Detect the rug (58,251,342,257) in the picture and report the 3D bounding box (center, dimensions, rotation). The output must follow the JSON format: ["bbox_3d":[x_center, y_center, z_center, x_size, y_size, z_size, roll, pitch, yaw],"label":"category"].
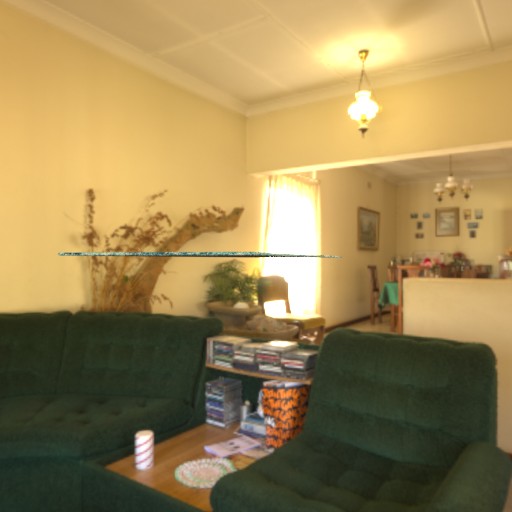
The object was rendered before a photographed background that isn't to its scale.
[{"bbox_3d":[0.000,0.000,2.654,0.750,0.011,2.435,0,0,17],"label":"rug"}]
